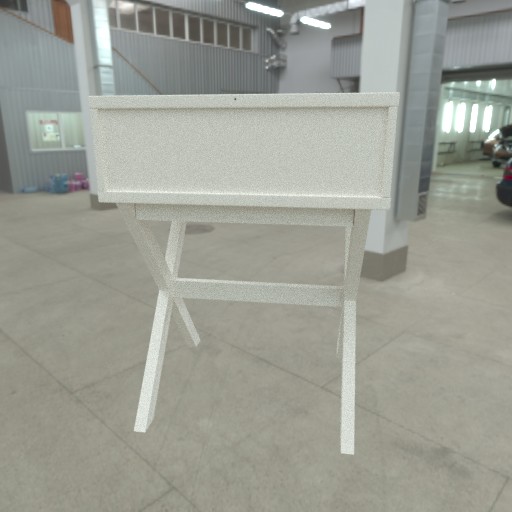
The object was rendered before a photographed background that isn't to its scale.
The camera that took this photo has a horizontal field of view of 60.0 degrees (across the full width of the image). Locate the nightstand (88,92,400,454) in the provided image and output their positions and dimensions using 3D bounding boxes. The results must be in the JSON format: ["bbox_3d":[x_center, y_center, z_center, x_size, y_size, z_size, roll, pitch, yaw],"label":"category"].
[{"bbox_3d":[0.000,0.000,0.946,0.479,0.623,0.402,2,16,8],"label":"nightstand"}]
